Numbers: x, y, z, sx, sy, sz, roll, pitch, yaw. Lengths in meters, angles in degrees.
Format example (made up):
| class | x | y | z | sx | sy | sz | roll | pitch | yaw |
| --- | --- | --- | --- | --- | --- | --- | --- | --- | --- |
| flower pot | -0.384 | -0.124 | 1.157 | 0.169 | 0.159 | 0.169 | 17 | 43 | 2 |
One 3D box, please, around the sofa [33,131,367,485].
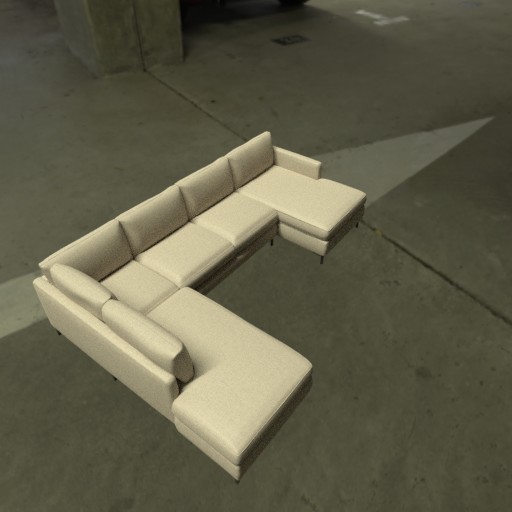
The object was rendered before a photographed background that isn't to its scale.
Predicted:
| class | x | y | z | sx | sy | sz | roll | pitch | yaw |
| --- | --- | --- | --- | --- | --- | --- | --- | --- | --- |
| sofa | 0.000 | 0.000 | 3.554 | 1.879 | 0.756 | 2.737 | 27 | 47 | 28 |
